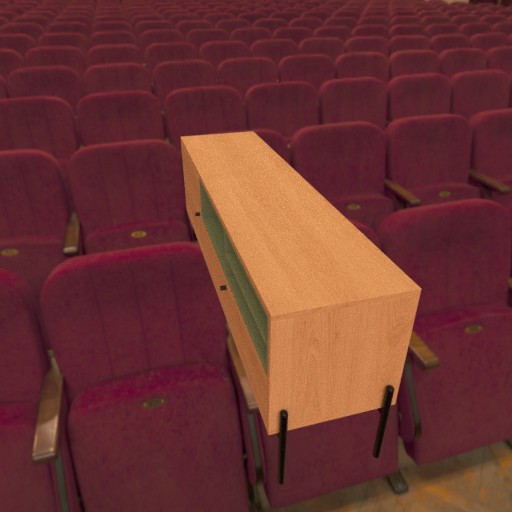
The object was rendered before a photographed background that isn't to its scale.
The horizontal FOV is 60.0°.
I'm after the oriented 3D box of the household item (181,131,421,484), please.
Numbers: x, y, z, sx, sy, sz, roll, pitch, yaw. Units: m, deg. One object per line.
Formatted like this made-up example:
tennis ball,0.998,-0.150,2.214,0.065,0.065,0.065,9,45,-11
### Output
household item,0.000,0.000,1.796,0.400,0.600,1.550,-8,31,-14
